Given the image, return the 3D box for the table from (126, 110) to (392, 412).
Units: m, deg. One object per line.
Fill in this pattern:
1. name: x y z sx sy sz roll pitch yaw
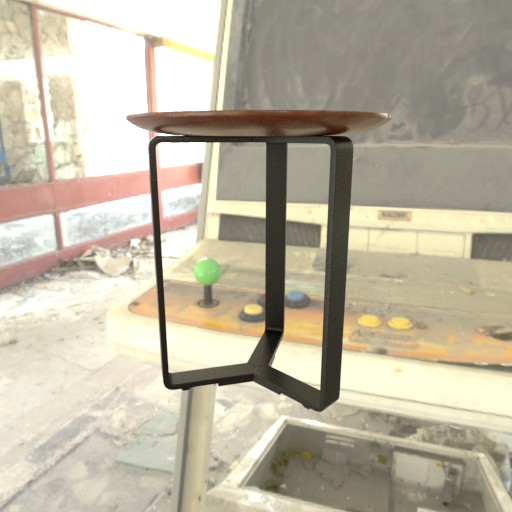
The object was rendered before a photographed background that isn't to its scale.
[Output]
1. table: 0.000 0.000 0.748 0.410 0.450 0.380 15 21 42
